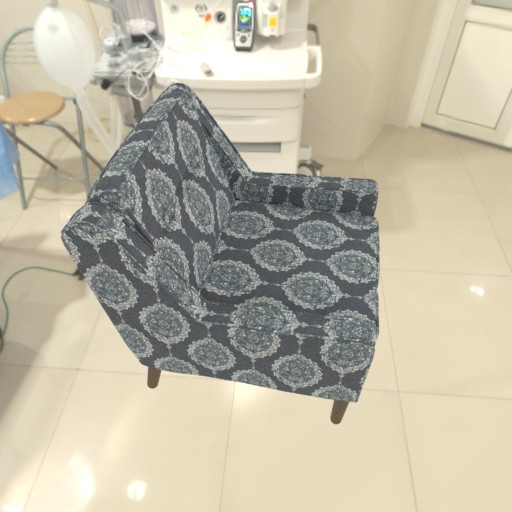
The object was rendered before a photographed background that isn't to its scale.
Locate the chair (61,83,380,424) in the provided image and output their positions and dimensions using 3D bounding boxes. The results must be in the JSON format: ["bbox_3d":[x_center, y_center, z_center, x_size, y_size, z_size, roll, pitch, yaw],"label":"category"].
[{"bbox_3d":[0.000,0.000,1.351,0.743,0.792,0.663,8,47,8],"label":"chair"}]
